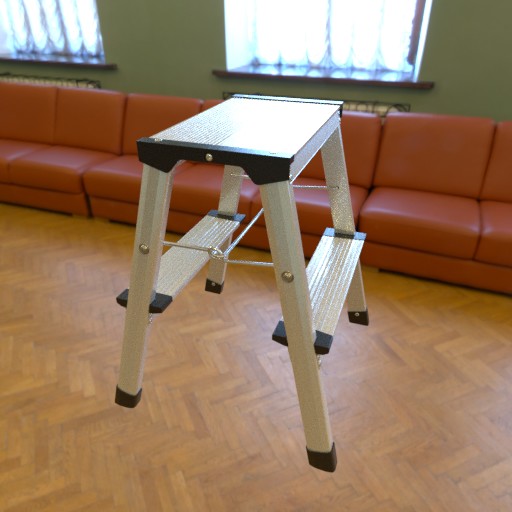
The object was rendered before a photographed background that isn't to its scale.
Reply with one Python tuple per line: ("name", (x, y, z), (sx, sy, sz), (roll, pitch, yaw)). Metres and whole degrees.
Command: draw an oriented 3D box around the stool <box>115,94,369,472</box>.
("stool", (0.000, 0.000, 0.786), (0.405, 0.480, 0.404), (10, 32, 17))
